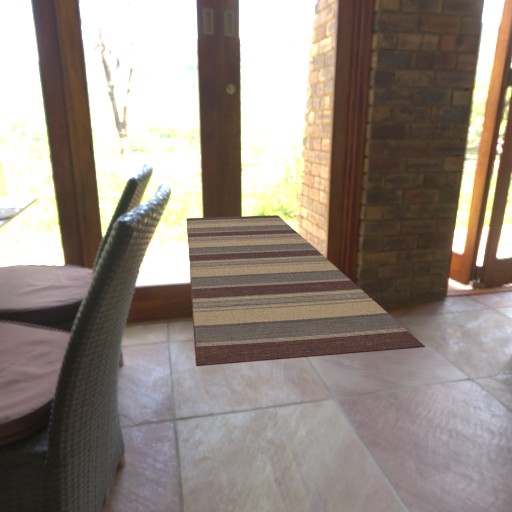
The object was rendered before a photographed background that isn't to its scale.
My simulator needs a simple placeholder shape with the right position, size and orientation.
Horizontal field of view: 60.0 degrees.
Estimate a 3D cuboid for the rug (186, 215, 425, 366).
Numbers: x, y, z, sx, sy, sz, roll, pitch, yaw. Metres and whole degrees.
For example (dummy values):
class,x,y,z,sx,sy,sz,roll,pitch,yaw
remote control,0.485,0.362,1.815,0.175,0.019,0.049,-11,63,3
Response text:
class,x,y,z,sx,sy,sz,roll,pitch,yaw
rug,0.000,0.000,2.636,0.792,0.006,2.437,-3,16,-9
